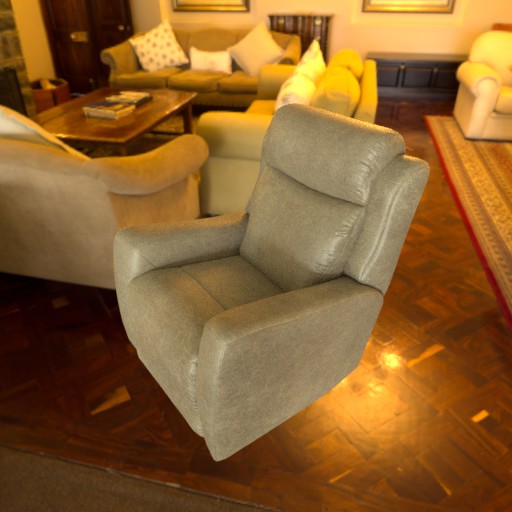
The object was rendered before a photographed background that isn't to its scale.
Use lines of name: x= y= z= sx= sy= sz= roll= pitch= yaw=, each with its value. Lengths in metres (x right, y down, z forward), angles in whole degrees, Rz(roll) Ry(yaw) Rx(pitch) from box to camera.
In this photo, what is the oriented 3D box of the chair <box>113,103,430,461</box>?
chair: x=0.000 y=0.000 z=1.977 sx=1.068 sy=1.116 sz=0.967 roll=-21 pitch=38 yaw=-30
